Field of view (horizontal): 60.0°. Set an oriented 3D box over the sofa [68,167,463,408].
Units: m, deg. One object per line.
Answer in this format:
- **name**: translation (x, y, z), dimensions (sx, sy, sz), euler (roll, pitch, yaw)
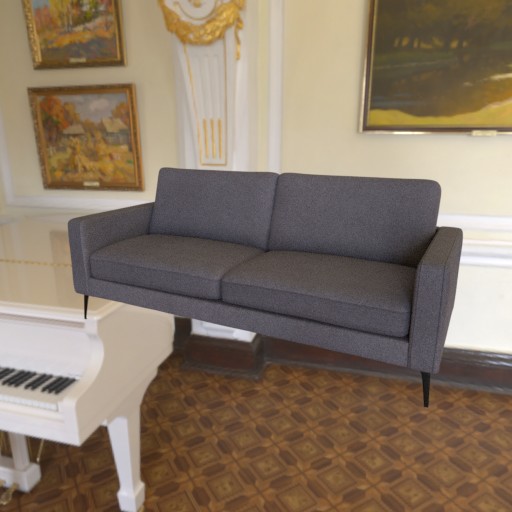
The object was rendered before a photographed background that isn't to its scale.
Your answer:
- **sofa**: translation (0.000, 0.000, 2.335), dimensions (1.925, 0.828, 0.774), euler (8, 17, 26)
